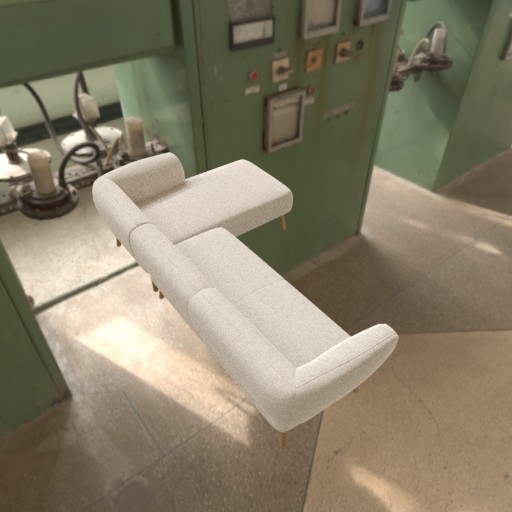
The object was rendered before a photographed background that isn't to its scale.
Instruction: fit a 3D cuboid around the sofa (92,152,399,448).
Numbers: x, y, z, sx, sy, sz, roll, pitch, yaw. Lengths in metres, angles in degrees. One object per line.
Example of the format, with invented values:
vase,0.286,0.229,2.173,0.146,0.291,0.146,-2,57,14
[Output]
sofa,0.000,0.000,3.440,1.610,0.730,2.660,-26,47,-27
